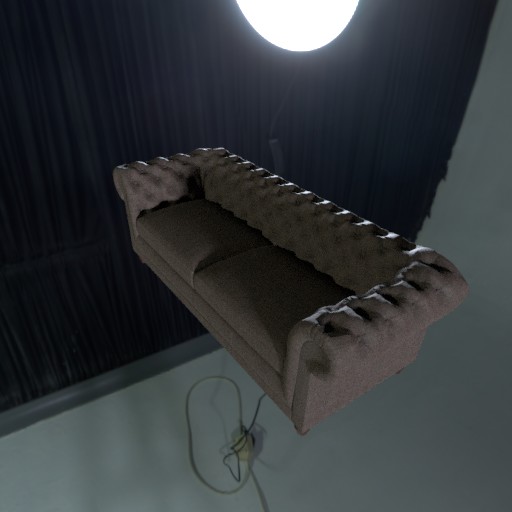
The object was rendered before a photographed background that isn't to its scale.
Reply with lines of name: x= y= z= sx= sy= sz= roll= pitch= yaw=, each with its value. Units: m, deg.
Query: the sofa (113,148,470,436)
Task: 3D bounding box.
sofa: x=0.000 y=0.000 z=2.822 sx=0.944 sy=0.787 sz=2.385 roll=-20 pitch=37 yaw=-29
